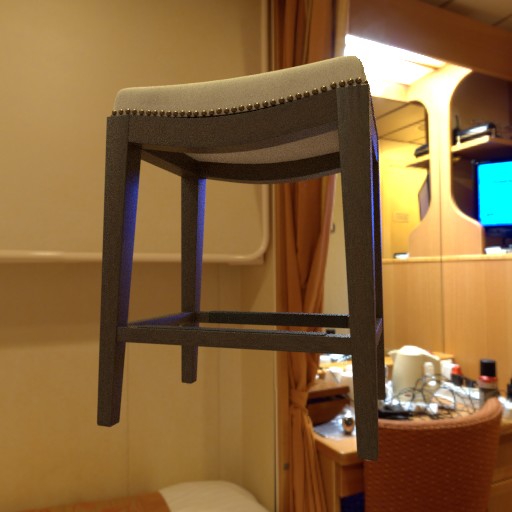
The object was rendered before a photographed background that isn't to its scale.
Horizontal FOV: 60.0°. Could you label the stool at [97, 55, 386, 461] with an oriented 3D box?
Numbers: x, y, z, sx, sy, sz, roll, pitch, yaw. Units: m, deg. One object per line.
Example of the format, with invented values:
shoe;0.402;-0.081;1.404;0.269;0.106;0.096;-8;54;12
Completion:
stool;0.000;0.000;0.921;0.500;0.642;0.361;-1;-2;18
